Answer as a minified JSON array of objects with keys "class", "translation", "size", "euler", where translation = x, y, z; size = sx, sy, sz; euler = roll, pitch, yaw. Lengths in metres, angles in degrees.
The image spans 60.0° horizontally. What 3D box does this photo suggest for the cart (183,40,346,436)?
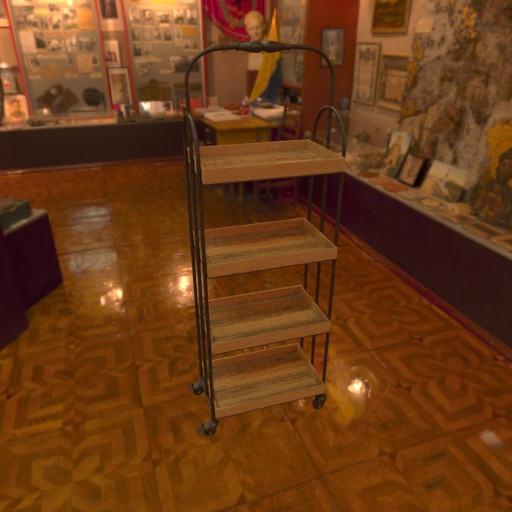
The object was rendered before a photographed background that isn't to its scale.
[{"class":"cart","translation":[0.000,0.000,1.695],"size":[0.581,1.481,0.308],"euler":[-8,28,-16]}]
